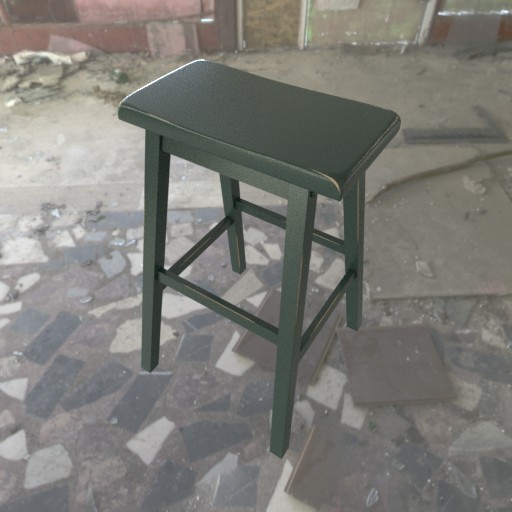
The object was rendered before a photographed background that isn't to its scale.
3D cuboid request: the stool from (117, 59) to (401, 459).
[{"bbox_3d":[0.000,0.000,1.033,0.457,0.737,0.476,25,50,23],"label":"stool"}]
